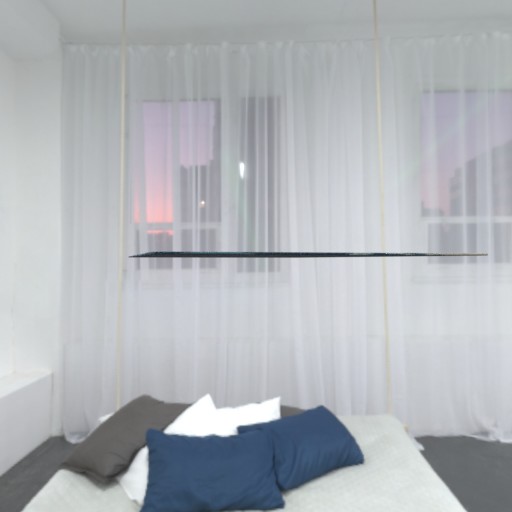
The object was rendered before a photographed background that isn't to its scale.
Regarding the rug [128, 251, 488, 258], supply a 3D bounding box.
[{"bbox_3d":[0.000,0.000,2.317,1.232,0.009,1.836,0,-1,-18],"label":"rug"}]
